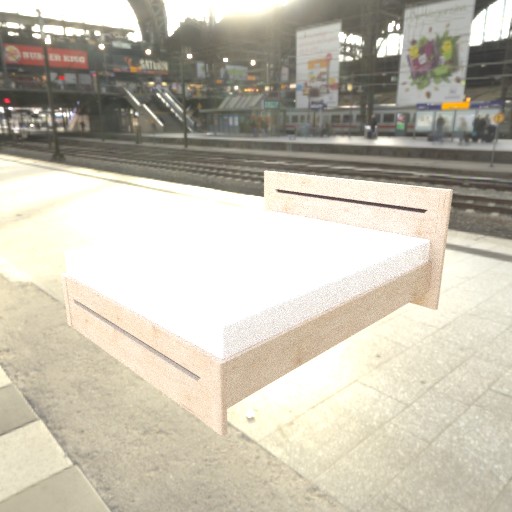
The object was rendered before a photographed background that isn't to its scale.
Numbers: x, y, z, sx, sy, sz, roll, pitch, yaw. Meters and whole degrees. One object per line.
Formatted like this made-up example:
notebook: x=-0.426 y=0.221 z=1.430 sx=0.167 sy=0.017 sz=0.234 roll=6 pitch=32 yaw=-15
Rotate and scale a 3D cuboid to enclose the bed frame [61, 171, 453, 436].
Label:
bed frame: x=0.000 y=0.000 z=3.116 sx=1.800 sy=0.900 sz=2.080 roll=16 pitch=23 yaw=43
